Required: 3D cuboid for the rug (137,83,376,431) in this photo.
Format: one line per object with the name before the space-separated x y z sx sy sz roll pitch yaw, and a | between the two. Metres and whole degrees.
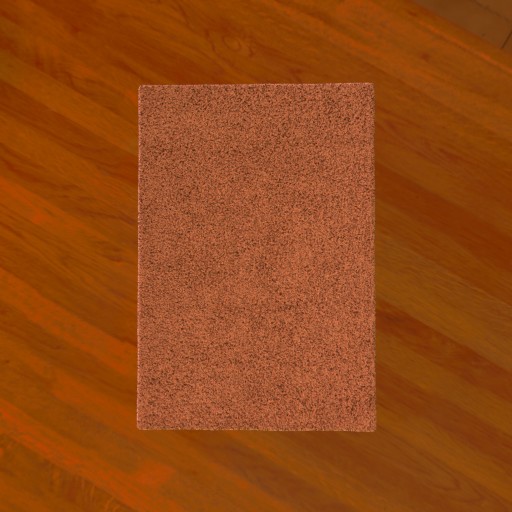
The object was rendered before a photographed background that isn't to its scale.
rug | 0.000 0.000 2.280 1.219 0.030 1.778 0 89 1
